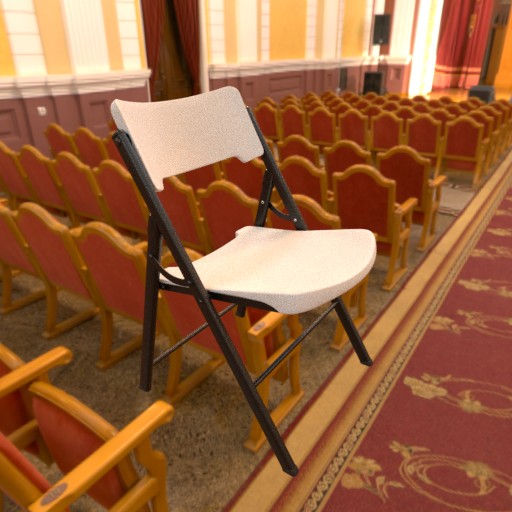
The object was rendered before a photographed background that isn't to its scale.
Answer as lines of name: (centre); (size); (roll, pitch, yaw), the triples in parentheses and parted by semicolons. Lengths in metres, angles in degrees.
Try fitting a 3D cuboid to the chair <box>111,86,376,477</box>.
chair: (0.000, 0.000, 1.131); (0.577, 0.765, 0.482); (16, 30, 31)
